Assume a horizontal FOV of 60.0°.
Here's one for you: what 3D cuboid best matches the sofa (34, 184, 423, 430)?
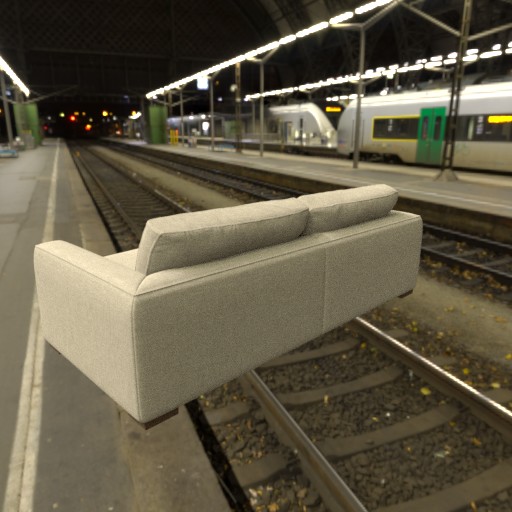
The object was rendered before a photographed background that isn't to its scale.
[{"bbox_3d":[0.000,0.000,2.717,2.262,0.801,1.070,-15,22,-42],"label":"sofa"}]
